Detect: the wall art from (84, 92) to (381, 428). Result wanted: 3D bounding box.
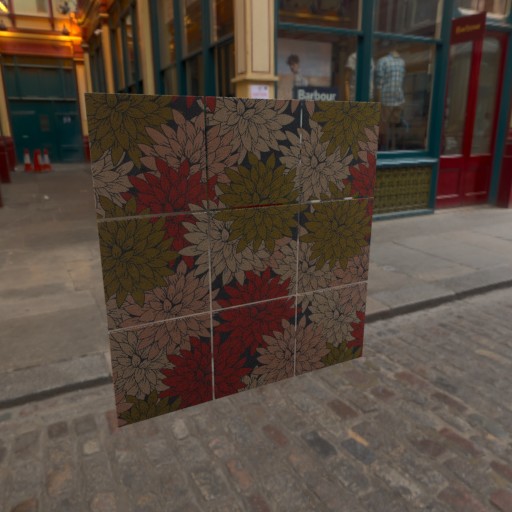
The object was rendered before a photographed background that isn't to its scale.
[{"bbox_3d":[0.000,0.000,1.816,1.206,1.218,0.013,-8,18,-26],"label":"wall art"}]
